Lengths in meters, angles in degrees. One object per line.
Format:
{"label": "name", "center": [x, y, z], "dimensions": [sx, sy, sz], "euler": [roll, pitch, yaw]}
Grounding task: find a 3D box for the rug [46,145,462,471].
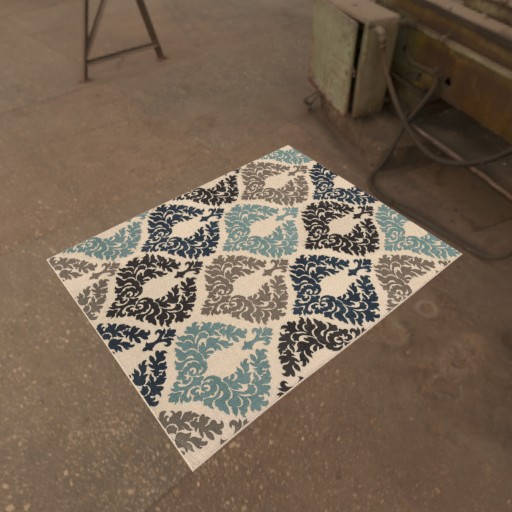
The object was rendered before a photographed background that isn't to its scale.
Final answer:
{"label": "rug", "center": [0.000, 0.000, 4.126], "dimensions": [3.040, 0.014, 2.423], "euler": [-31, 53, -26]}
